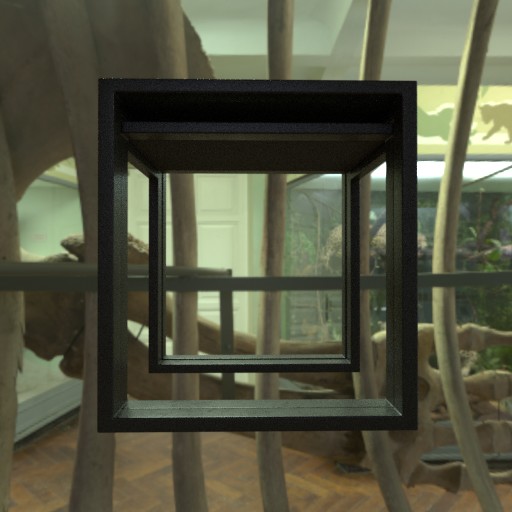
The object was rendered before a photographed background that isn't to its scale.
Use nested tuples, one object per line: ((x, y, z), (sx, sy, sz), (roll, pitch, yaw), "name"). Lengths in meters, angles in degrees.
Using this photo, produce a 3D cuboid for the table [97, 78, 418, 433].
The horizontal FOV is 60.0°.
((0.000, 0.000, 0.913), (0.500, 0.550, 0.449), (0, 0, -1), "table")
